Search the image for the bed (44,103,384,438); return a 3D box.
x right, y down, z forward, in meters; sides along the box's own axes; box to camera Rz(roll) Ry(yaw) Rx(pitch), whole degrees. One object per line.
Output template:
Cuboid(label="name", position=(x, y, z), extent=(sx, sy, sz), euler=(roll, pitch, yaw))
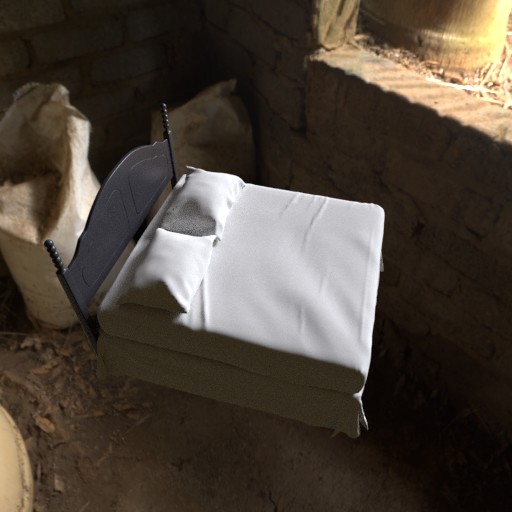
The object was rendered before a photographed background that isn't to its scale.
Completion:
Cuboid(label="bed", position=(0.000, 0.000, 3.314), extent=(2.040, 1.356, 1.873), euler=(11, 48, 10))
